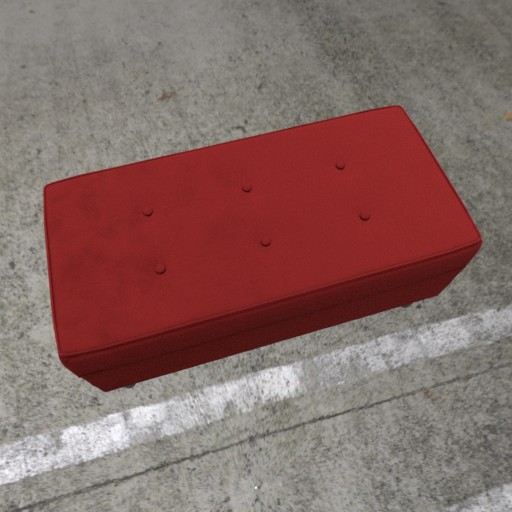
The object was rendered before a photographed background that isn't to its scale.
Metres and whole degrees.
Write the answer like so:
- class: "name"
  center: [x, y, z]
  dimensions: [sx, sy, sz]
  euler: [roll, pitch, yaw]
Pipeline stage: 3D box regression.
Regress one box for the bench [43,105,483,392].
- class: "bench"
  center: [0.000, 0.000, 1.283]
  dimensions: [1.016, 0.471, 0.492]
  euler: [-15, 63, -8]
